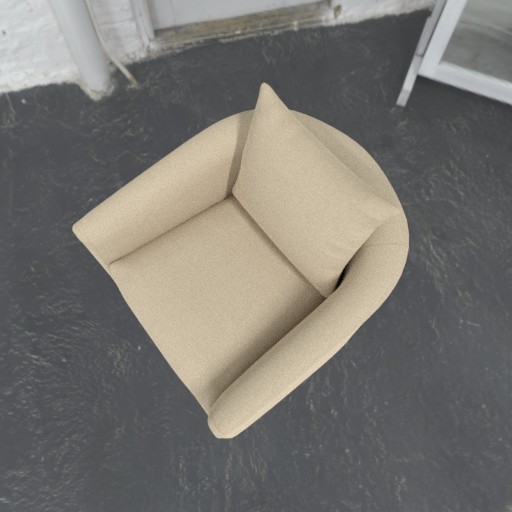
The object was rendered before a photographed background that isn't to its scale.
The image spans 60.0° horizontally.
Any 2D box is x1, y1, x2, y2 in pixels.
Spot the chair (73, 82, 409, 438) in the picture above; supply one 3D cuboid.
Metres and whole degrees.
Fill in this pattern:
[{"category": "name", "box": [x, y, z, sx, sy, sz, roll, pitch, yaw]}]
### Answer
[{"category": "chair", "box": [0.000, 0.000, 1.568, 0.910, 0.848, 0.845, -36, 71, -14]}]
